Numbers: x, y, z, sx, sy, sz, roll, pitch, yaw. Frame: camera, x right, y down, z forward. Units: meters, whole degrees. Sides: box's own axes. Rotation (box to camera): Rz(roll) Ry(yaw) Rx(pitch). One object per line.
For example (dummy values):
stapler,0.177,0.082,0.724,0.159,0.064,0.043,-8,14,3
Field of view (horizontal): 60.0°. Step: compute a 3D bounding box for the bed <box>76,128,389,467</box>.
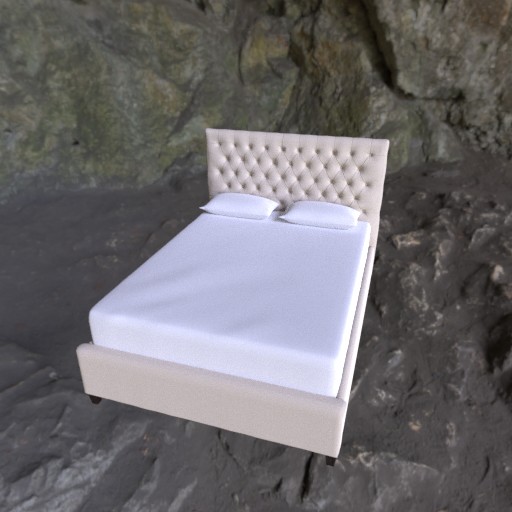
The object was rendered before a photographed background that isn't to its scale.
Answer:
bed,0.000,0.000,3.367,1.696,1.426,2.233,8,28,16
